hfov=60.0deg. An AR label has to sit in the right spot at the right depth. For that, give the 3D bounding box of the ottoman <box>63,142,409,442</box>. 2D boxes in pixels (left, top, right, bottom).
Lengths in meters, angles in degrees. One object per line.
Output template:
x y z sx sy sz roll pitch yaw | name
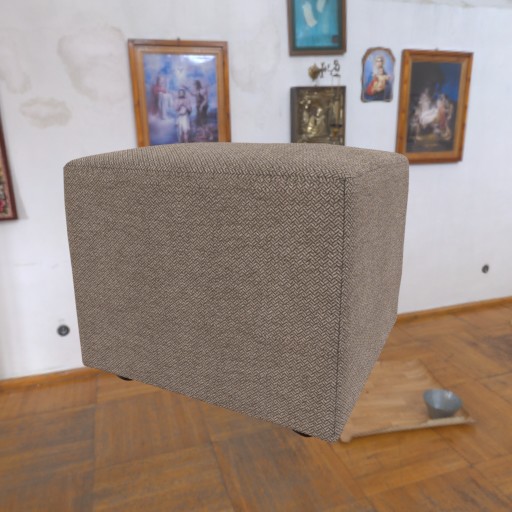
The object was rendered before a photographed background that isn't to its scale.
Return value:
0.000 0.000 0.914 0.519 0.453 0.512 8 17 26 | ottoman
